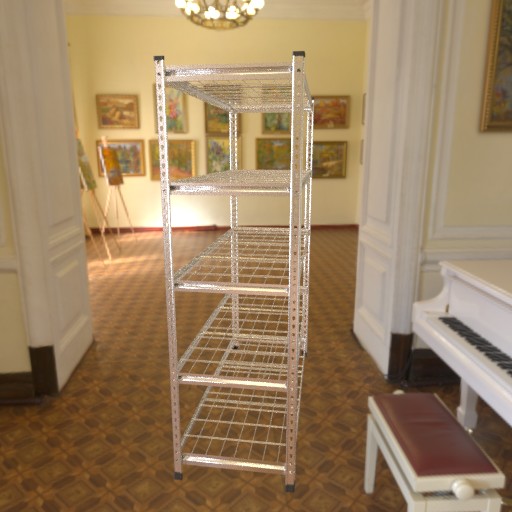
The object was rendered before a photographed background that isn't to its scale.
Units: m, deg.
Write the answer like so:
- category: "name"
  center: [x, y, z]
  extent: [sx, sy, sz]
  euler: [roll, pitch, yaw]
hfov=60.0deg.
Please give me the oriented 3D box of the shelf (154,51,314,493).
- category: "shelf"
  center: [0.000, 0.000, 2.696]
  extent: [0.610, 1.981, 1.524]
  euler: [2, 13, 8]
